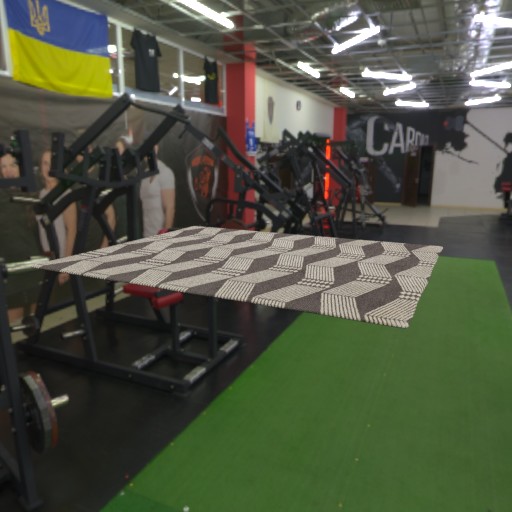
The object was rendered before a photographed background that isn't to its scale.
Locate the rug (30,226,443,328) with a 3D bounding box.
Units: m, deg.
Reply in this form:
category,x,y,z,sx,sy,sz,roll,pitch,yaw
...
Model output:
category,x,y,z,sx,sy,sz,roll,pitch,yaw
rug,0.000,0.000,4.117,3.048,0.016,2.438,6,14,26
